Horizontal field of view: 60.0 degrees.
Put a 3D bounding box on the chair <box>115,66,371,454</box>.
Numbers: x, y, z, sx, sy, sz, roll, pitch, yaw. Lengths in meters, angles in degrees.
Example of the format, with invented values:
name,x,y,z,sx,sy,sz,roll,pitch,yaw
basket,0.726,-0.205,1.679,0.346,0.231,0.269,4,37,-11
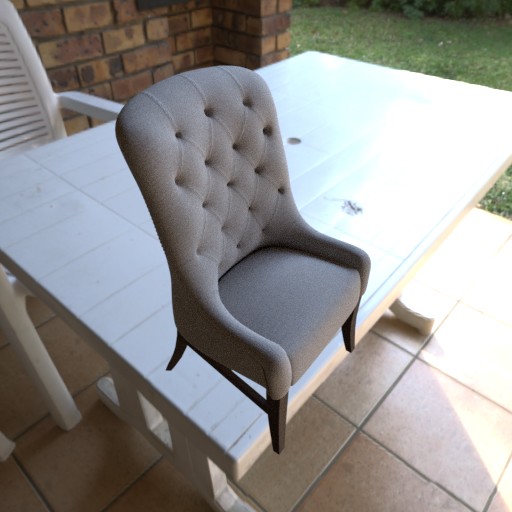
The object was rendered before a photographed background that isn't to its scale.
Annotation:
name,x,y,z,sx,sy,sz,roll,pitch,yaw
chair,0.000,0.000,1.505,0.629,1.091,0.634,25,45,27
